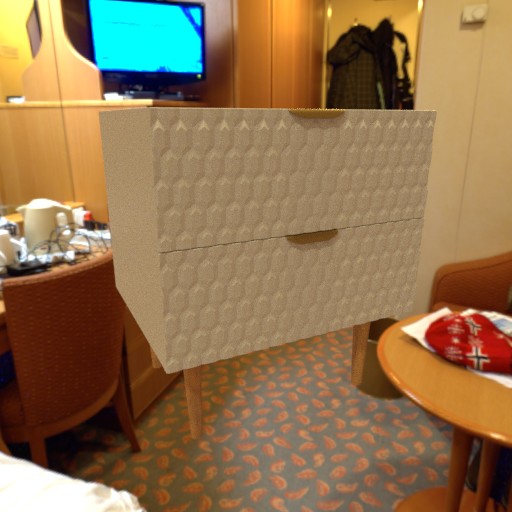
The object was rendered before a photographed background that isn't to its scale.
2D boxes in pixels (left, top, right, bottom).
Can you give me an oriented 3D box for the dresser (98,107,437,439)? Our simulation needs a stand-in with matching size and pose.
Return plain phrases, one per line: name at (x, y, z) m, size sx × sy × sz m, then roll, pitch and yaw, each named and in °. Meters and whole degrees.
dresser at (0.000, 0.000, 0.912) m, size 0.503 × 0.568 × 0.414 m, roll -9°, pitch 19°, yaw -26°
